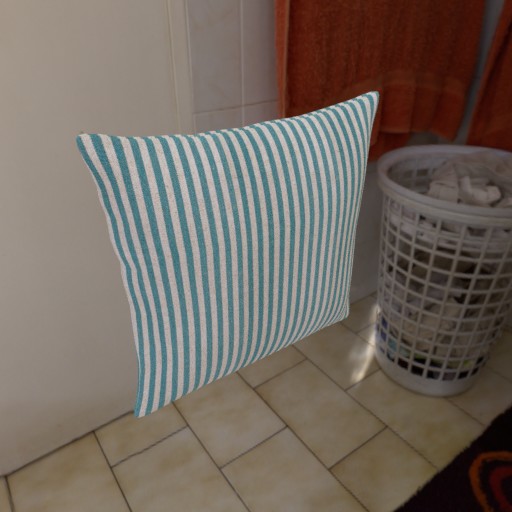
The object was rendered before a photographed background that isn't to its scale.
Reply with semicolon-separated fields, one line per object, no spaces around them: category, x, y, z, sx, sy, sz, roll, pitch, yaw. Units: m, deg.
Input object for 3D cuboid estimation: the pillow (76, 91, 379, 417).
pillow;0.000;0.000;0.787;0.523;0.510;0.166;-19;36;-29
